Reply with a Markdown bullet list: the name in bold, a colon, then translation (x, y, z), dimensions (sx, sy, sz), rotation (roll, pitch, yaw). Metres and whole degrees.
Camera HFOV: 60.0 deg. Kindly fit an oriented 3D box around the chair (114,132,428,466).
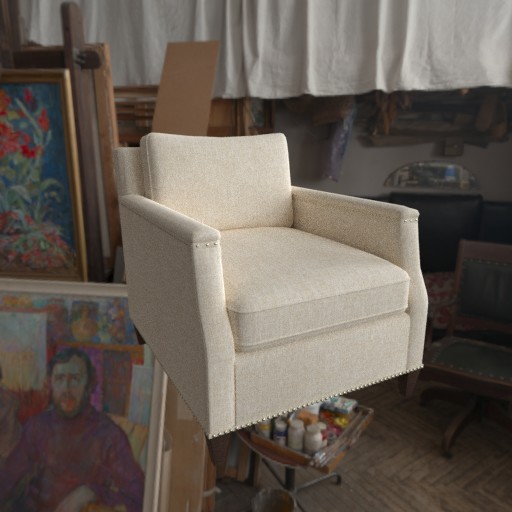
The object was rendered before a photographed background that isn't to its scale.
- **chair**: translation (0.000, 0.000, 1.750), dimensions (0.838, 0.940, 1.041), rotation (-8, 17, -27)
